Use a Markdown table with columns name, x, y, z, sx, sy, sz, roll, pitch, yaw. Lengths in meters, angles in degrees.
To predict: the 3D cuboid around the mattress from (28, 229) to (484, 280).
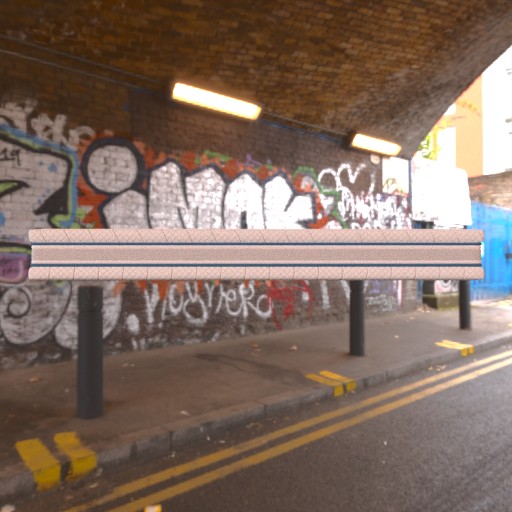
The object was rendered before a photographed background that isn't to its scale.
| name | x | y | z | sx | sy | sz | roll | pitch | yaw |
| --- | --- | --- | --- | --- | --- | --- | --- | --- | --- |
| mattress | 0.000 | 0.000 | 2.737 | 2.000 | 0.230 | 1.600 | 0 | 0 | 0 |
